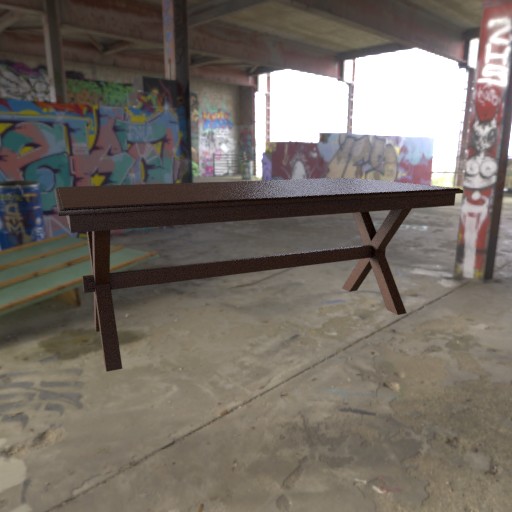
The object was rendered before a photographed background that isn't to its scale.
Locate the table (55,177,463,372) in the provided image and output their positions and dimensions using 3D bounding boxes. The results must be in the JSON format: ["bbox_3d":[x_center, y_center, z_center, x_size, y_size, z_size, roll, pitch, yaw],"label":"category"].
[{"bbox_3d":[0.000,0.000,1.501,1.197,0.459,0.594,-6,15,-24],"label":"table"}]
